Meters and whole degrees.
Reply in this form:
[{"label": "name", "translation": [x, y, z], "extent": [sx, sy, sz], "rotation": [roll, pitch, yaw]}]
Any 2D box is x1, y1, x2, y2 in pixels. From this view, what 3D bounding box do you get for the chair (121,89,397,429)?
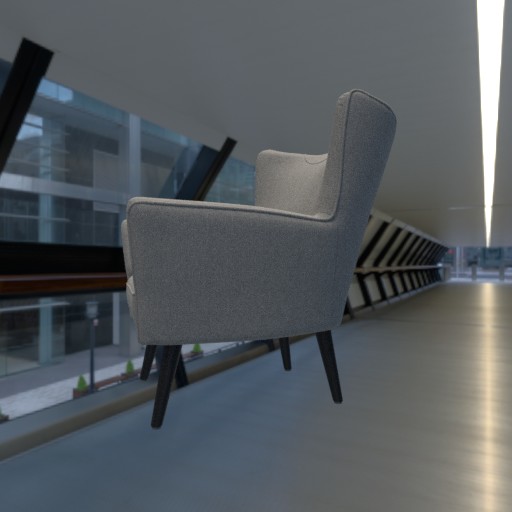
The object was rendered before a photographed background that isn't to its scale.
[{"label": "chair", "translation": [0.000, 0.000, 1.546], "extent": [0.888, 0.933, 0.781], "rotation": [0, 0, -18]}]
